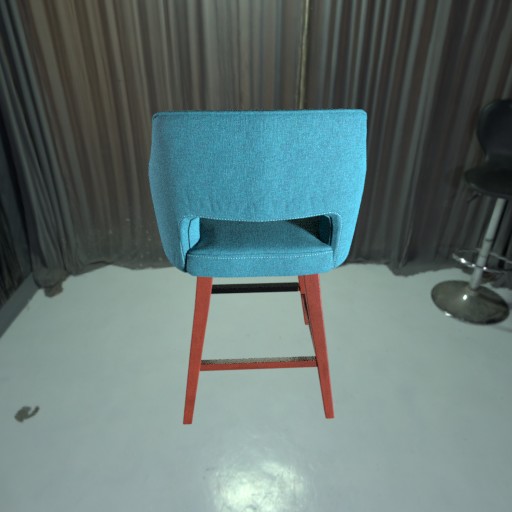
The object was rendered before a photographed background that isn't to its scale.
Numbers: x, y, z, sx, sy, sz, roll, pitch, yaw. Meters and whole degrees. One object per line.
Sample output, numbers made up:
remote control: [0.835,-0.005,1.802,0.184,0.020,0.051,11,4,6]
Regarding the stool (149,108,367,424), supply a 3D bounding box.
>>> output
stool: [0.000,0.000,1.310,0.548,0.961,0.556,-1,31,-2]
